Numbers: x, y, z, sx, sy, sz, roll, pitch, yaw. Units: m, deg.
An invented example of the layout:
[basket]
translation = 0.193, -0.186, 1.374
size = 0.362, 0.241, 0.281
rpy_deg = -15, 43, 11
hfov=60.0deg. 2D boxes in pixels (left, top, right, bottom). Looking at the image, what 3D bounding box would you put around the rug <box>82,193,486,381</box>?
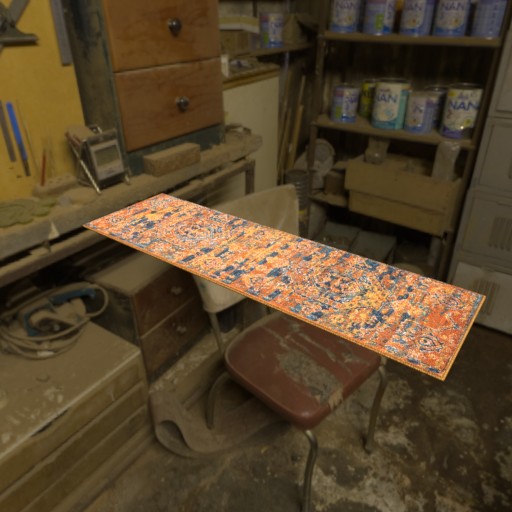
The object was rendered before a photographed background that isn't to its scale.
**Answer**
[rug]
translation = 0.000, 0.000, 2.002
size = 1.820, 0.013, 0.556
rpy_deg = 20, 35, 31
